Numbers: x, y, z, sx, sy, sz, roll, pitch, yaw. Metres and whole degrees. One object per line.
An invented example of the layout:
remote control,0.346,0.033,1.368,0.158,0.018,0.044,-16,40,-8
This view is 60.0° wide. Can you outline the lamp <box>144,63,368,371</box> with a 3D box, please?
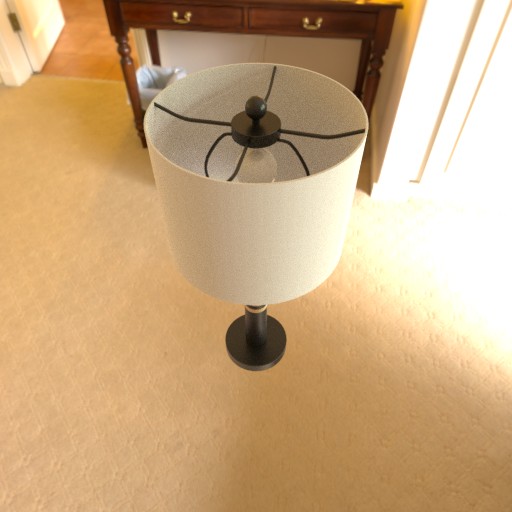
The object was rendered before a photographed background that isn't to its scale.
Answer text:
lamp,0.000,0.000,0.830,0.305,0.640,0.305,-23,52,-19
